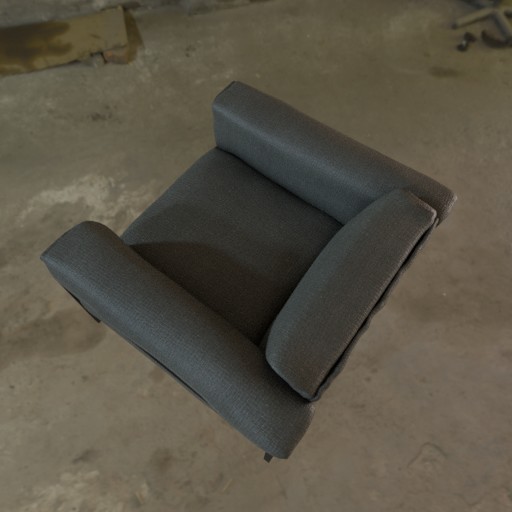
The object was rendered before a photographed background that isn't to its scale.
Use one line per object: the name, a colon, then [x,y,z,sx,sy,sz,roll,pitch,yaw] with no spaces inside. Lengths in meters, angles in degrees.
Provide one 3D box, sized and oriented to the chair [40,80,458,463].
chair: [0.000,0.000,1.638,0.969,0.646,1.056,34,67,16]
